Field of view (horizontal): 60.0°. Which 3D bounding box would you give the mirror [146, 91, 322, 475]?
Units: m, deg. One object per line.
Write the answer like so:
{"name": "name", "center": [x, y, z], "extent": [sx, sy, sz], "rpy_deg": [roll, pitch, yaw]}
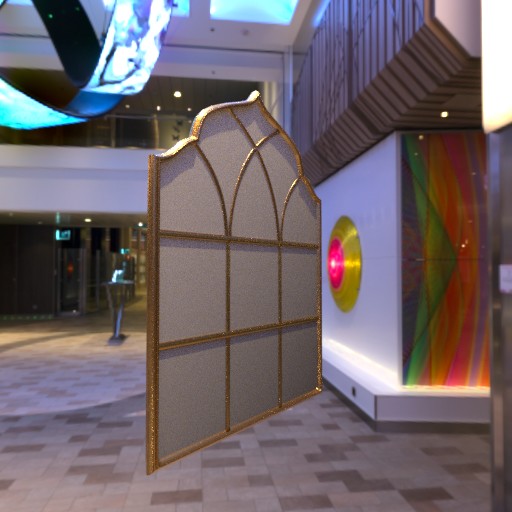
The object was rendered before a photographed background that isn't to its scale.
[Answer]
{"name": "mirror", "center": [0.000, 0.000, 0.843], "extent": [0.018, 0.635, 0.513], "rpy_deg": [-1, -2, 36]}
